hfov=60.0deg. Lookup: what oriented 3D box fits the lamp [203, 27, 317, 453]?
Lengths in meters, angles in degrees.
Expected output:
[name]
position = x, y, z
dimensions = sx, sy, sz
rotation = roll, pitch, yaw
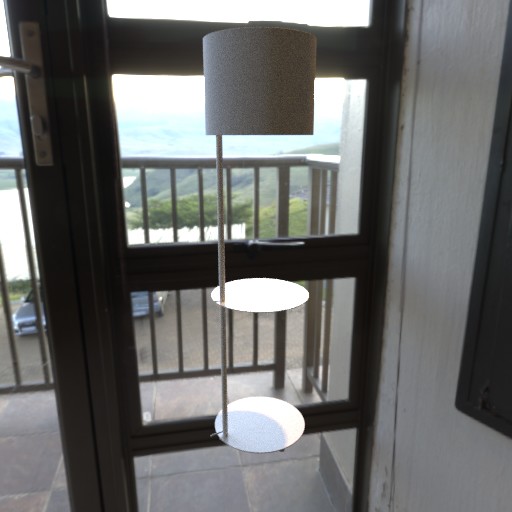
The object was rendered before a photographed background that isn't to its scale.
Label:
[lamp]
position = 0.000, 0.000, 1.642
dimensions = 0.405, 1.465, 0.372
rotation = -8, 17, -27
